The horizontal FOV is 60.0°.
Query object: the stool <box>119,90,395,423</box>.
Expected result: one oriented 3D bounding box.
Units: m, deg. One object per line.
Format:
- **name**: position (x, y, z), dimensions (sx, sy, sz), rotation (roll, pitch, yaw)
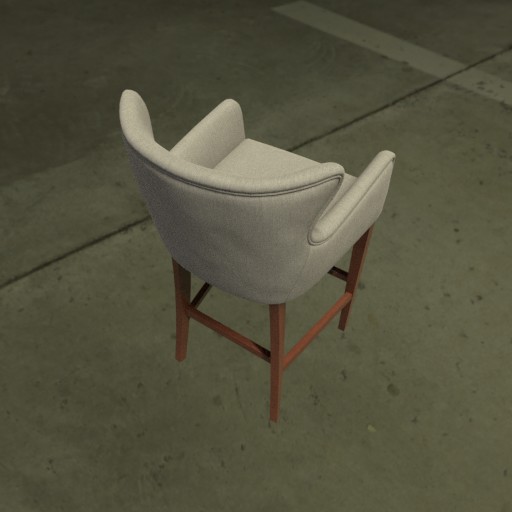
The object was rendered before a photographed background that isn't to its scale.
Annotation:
- **stool**: position (0.000, 0.000, 1.382), dimensions (0.575, 1.047, 0.575), rotation (26, 52, 22)
